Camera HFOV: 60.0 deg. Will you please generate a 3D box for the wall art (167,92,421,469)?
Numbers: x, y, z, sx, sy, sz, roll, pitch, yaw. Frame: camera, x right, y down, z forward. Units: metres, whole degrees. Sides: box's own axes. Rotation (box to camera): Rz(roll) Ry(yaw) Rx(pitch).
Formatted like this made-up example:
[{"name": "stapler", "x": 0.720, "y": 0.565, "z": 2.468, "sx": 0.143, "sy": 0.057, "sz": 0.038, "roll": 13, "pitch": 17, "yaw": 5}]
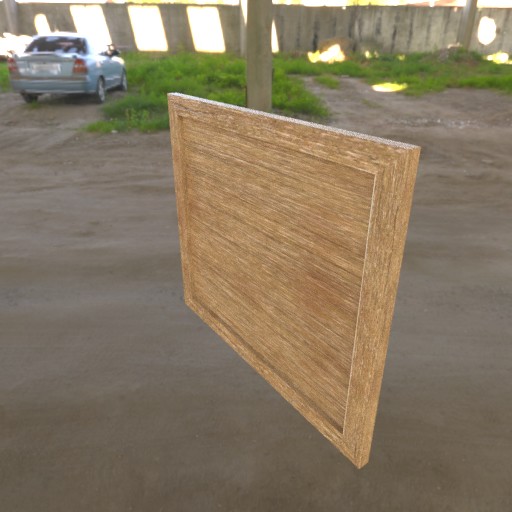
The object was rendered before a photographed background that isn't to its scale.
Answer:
[{"name": "wall art", "x": 0.000, "y": 0.000, "z": 0.940, "sx": 0.026, "sy": 0.588, "sz": 0.690, "roll": -18, "pitch": 32, "yaw": -31}]
